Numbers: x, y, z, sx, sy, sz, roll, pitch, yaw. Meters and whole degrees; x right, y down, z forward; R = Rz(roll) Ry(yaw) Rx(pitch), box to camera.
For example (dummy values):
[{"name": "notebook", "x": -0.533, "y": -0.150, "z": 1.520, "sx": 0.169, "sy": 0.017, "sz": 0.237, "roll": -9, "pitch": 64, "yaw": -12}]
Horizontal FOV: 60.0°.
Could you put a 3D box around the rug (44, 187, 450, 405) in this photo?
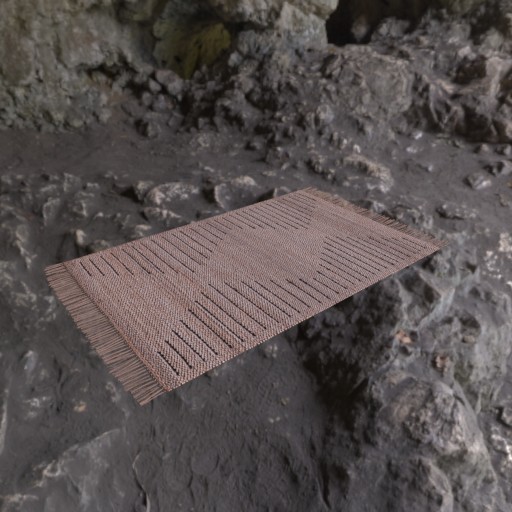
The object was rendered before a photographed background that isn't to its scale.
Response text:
[{"name": "rug", "x": 0.000, "y": 0.000, "z": 2.568, "sx": 2.085, "sy": 0.027, "sz": 1.224, "roll": -21, "pitch": 36, "yaw": -33}]
